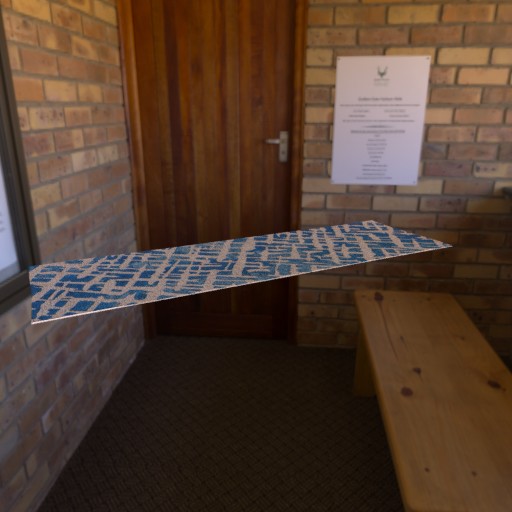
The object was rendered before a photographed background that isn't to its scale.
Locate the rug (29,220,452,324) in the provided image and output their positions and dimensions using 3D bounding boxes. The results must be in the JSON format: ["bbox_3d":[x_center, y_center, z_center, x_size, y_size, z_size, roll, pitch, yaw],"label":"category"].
[{"bbox_3d":[0.000,0.000,2.661,2.446,0.011,0.768,-9,20,-25],"label":"rug"}]
